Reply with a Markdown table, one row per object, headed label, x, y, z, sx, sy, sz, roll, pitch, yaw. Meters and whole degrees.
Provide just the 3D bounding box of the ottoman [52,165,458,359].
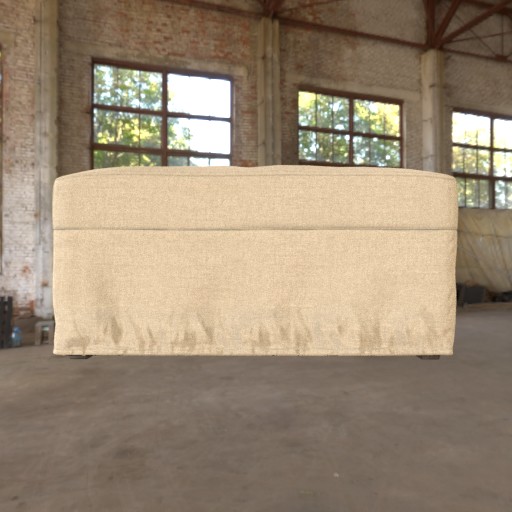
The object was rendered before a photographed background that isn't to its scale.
| label | x | y | z | sx | sy | sz | roll | pitch | yaw |
| --- | --- | --- | --- | --- | --- | --- | --- | --- | --- |
| ottoman | 0.000 | 0.000 | 1.295 | 0.843 | 0.436 | 0.840 | 0 | -1 | 0 |
